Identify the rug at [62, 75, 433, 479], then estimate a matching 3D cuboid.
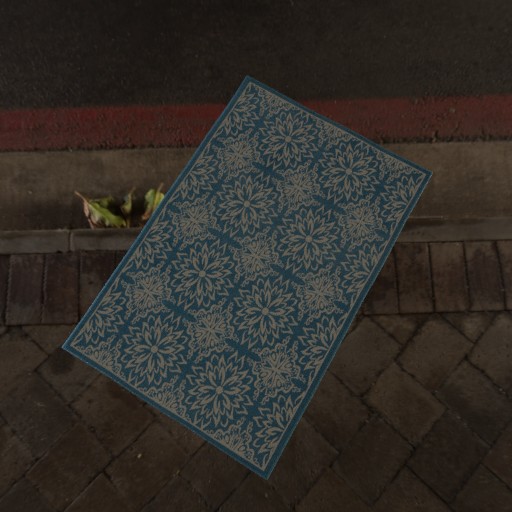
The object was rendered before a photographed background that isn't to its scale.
[{"bbox_3d":[0.000,0.000,2.365,1.211,0.012,1.833,30,78,7],"label":"rug"}]
